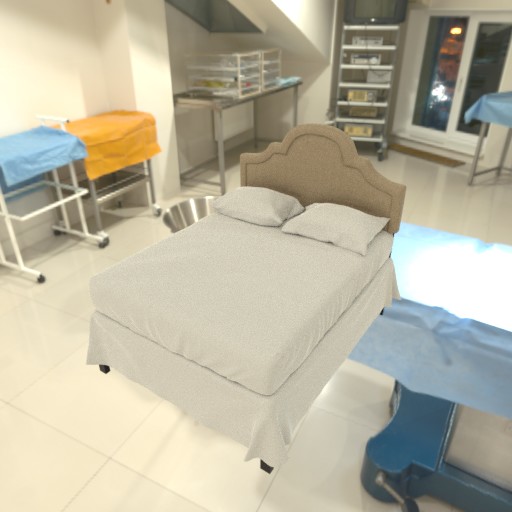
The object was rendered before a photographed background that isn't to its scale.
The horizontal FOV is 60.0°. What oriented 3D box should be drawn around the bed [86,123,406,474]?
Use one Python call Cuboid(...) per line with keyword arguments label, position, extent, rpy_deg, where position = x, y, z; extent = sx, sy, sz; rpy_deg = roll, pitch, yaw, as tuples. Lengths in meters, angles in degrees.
Cuboid(label="bed", position=(0.000, 0.000, 3.393), extent=(1.780, 1.634, 2.222), rpy_deg=(18, 34, 29))
